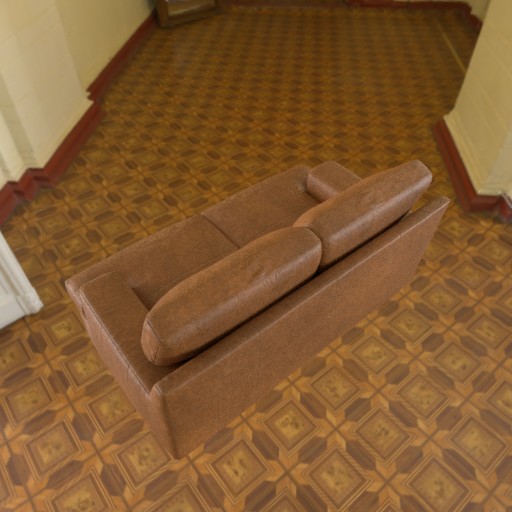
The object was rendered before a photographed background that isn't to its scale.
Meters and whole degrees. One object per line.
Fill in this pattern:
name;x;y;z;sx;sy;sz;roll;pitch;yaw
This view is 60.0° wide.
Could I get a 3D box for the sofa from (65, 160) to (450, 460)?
sofa;0.000;0.000;2.485;1.880;0.966;1.144;-30;52;-27
